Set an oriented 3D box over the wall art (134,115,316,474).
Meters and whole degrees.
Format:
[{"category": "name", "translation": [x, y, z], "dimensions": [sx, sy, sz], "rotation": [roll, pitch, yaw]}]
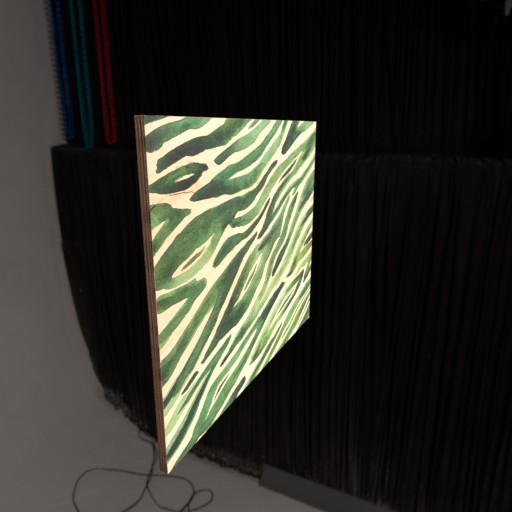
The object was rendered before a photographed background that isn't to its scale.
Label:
[{"category": "wall art", "translation": [0.000, 0.000, 0.694], "dimensions": [0.012, 0.408, 0.508], "rotation": [8, 18, 25]}]
